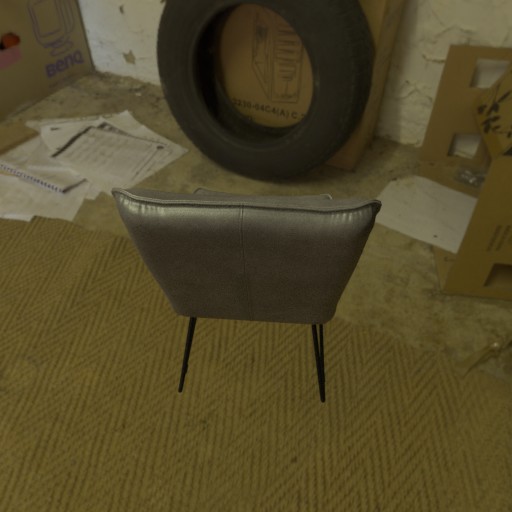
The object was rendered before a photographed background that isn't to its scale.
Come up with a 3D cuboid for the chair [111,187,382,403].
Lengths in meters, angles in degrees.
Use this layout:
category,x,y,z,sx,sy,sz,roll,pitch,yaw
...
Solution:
category,x,y,z,sx,sy,sz,roll,pitch,yaw
chair,0.000,0.000,1.351,0.515,0.932,0.688,3,46,3
